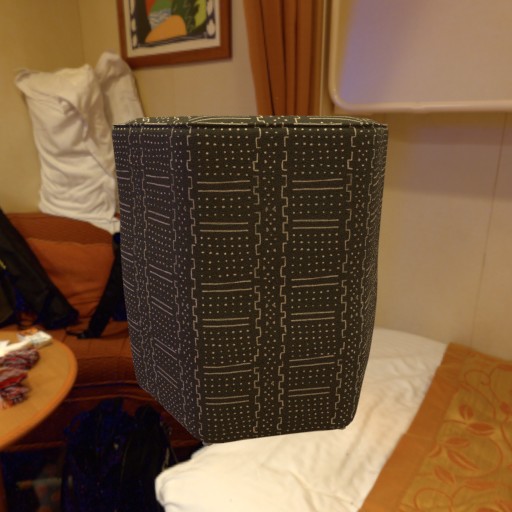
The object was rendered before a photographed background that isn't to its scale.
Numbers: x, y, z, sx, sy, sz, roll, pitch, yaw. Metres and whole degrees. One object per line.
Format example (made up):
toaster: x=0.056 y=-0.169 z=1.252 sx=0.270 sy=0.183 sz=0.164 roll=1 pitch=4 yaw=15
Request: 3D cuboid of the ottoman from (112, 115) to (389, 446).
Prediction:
ottoman: x=0.000 y=0.000 z=0.843 sx=0.494 sy=0.502 sz=0.443 roll=-3 pitch=17 yaw=-10
